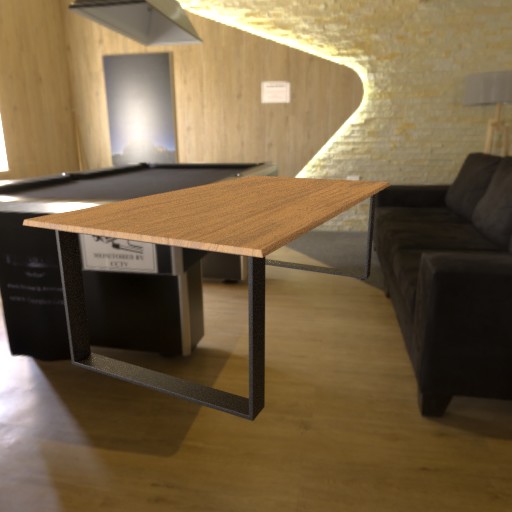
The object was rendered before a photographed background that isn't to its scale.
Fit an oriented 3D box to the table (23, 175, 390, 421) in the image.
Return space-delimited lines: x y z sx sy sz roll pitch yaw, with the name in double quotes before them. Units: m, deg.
"table" 0.000 0.000 1.634 0.693 0.445 1.331 8 17 25
